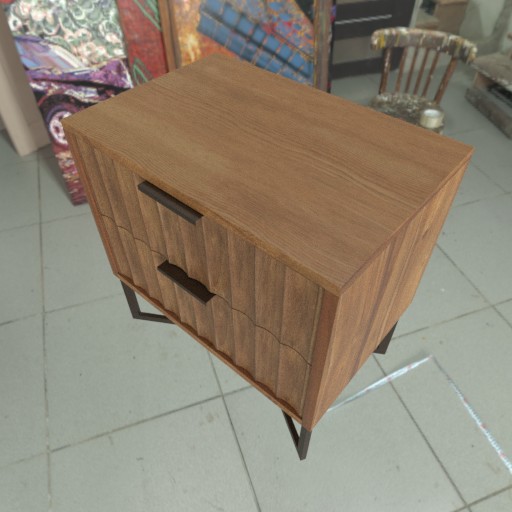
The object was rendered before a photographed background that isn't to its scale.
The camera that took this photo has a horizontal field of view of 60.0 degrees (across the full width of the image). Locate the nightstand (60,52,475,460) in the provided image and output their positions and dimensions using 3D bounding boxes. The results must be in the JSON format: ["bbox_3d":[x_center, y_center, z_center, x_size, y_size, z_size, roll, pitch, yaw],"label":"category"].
[{"bbox_3d":[0.000,0.000,0.999,0.613,0.615,0.427,32,54,27],"label":"nightstand"}]
